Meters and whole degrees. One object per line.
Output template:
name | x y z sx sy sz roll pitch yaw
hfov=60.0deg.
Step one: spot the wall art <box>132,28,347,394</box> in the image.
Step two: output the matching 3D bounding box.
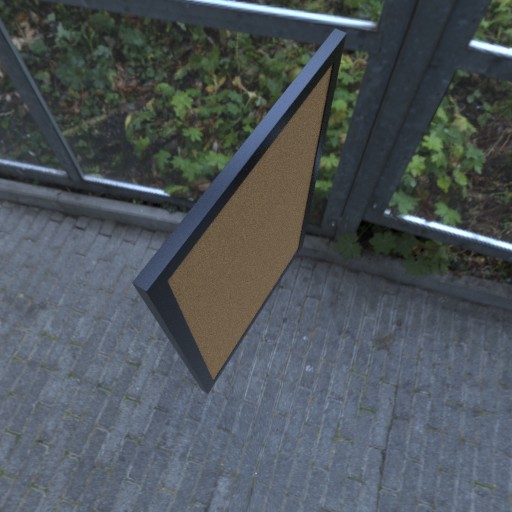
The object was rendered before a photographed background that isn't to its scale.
wall art | 0.000 0.000 0.839 0.019 0.656 0.462 29 67 13
